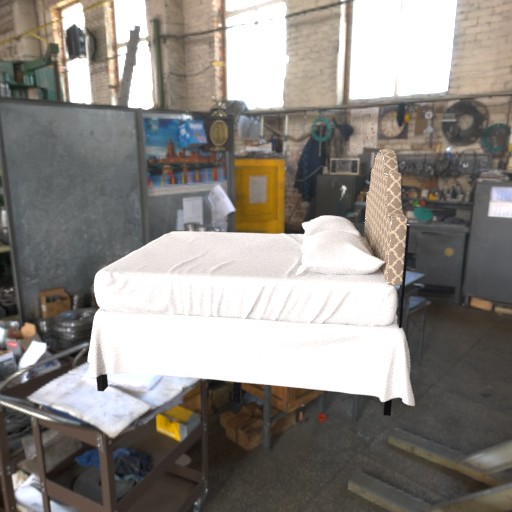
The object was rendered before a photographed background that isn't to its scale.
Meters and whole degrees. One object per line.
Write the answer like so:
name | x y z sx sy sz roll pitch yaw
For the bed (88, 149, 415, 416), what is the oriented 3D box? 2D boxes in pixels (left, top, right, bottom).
bed | 0.000 0.000 3.486 2.222 1.633 1.780 2 14 8
